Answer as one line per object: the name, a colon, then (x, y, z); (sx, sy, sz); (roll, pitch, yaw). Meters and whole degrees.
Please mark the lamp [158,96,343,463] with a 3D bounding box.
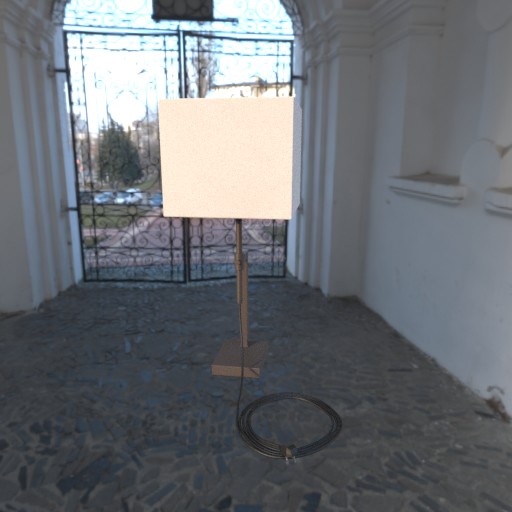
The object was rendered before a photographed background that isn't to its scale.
lamp: (0.000, 0.000, 0.981); (0.399, 0.660, 0.504); (2, 14, 9)
